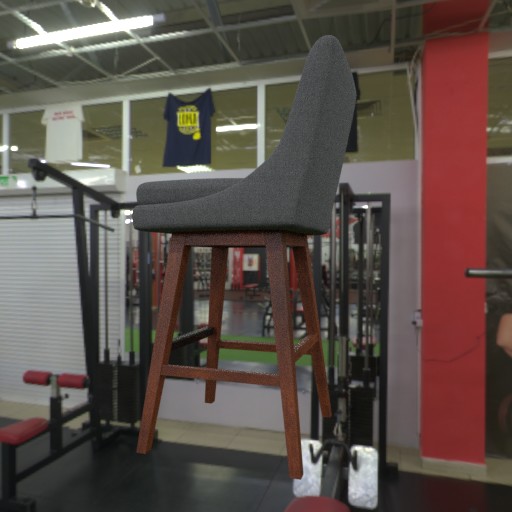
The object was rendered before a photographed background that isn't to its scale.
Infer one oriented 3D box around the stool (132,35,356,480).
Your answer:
[{"bbox_3d":[0.000,0.000,1.224,0.524,0.977,0.447,0,0,19],"label":"stool"}]
